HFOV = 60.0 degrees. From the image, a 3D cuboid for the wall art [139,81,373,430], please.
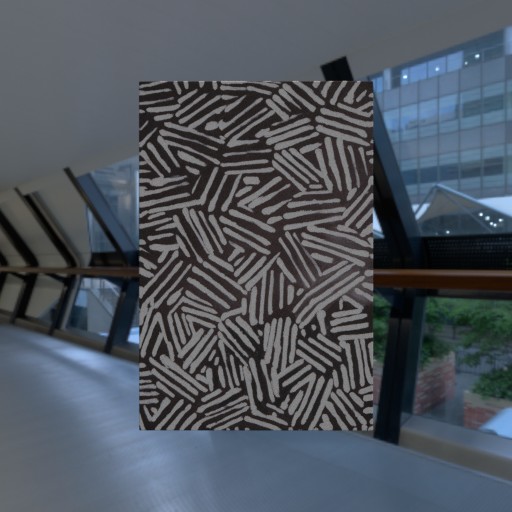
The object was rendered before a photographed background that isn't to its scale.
[{"bbox_3d":[0.000,0.000,1.179,0.615,0.918,0.035,0,0,0],"label":"wall art"}]
